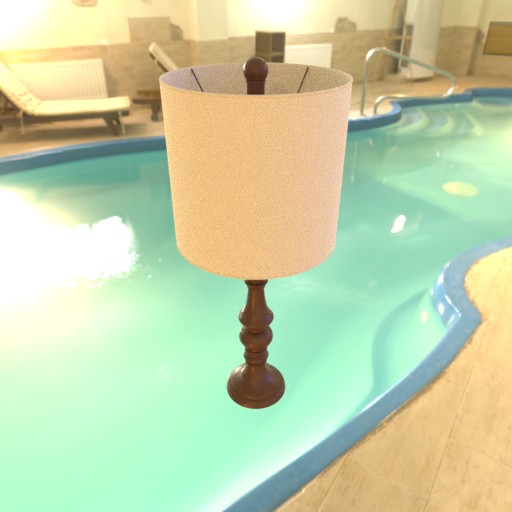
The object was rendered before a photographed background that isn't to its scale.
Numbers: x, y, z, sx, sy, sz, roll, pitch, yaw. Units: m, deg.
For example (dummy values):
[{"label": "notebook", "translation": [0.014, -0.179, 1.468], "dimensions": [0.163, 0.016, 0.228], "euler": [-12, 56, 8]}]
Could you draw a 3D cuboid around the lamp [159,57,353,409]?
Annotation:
[{"label": "lamp", "translation": [0.000, 0.000, 0.724], "dimensions": [0.250, 0.597, 0.250], "euler": [23, 38, 33]}]
